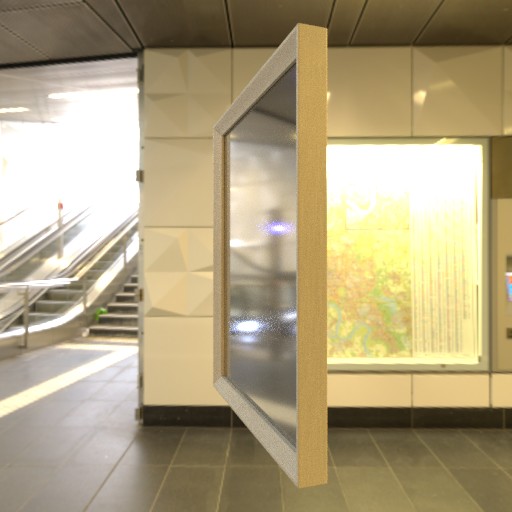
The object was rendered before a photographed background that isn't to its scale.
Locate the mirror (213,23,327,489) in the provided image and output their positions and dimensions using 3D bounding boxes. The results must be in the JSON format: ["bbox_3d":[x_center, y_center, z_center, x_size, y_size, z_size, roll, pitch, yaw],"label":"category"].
[{"bbox_3d":[0.000,0.000,0.682,0.041,0.509,0.406,0,0,-19],"label":"mirror"}]
